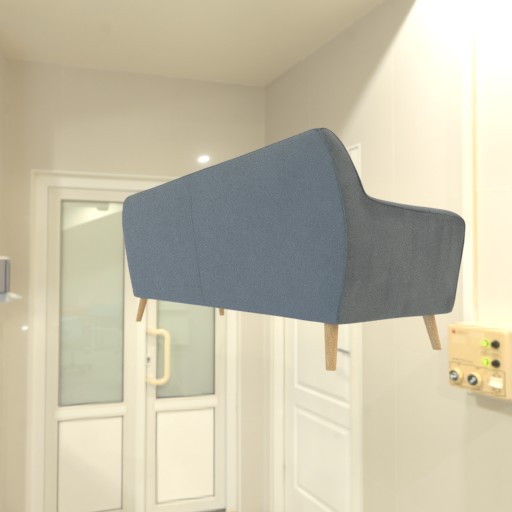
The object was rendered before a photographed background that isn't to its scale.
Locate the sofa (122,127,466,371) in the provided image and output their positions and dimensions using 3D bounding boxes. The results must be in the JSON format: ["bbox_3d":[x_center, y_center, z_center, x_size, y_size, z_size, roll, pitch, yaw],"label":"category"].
[{"bbox_3d":[0.000,0.000,2.421,0.841,0.832,1.975,1,-2,-36],"label":"sofa"}]
